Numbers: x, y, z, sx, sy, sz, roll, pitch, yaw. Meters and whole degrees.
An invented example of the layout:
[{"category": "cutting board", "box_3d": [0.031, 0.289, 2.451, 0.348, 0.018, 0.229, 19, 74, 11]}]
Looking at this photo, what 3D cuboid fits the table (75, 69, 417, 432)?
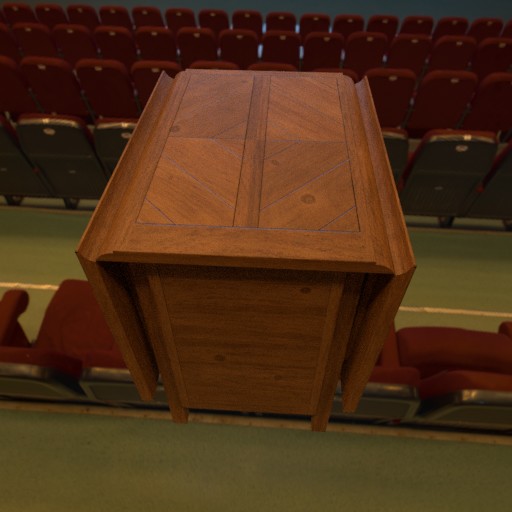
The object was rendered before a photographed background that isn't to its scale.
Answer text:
[{"category": "table", "box_3d": [0.000, 0.000, 1.289, 0.591, 0.763, 0.746, 2, 46, 2]}]
